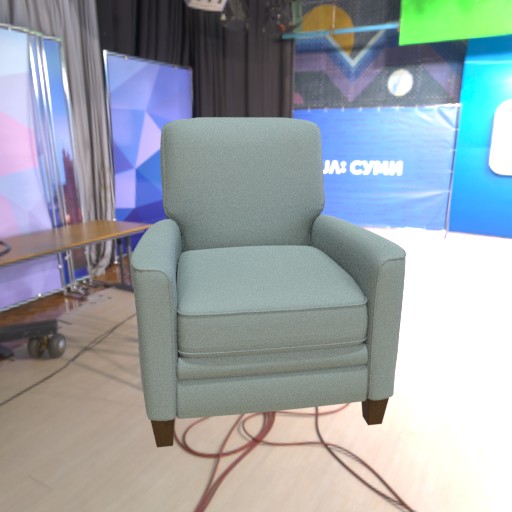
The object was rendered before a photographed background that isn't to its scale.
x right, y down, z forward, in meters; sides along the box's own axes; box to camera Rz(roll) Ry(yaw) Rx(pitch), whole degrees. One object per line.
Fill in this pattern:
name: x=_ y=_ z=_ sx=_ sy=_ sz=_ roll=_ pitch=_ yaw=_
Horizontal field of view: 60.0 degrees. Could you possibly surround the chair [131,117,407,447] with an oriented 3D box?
chair: x=0.000 y=0.000 z=1.673 sx=0.853 sy=1.007 sz=0.846 roll=-3 pitch=17 yaw=-8
